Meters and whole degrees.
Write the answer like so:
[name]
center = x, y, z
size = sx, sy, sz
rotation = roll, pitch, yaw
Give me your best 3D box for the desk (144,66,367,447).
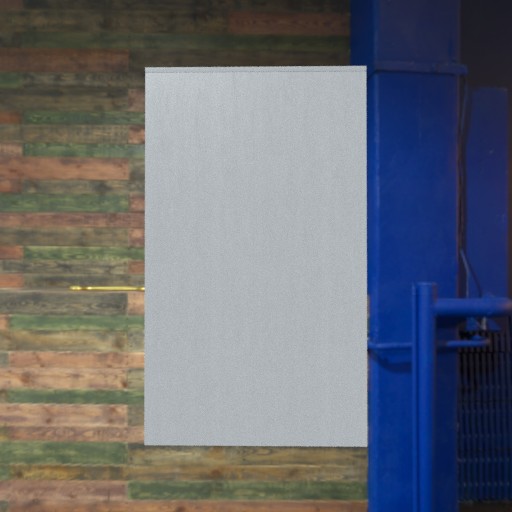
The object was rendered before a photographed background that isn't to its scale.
[desk]
center = 0.000, 0.000, 1.621
size = 0.750, 1.280, 0.250
rotation = 0, 0, 1
